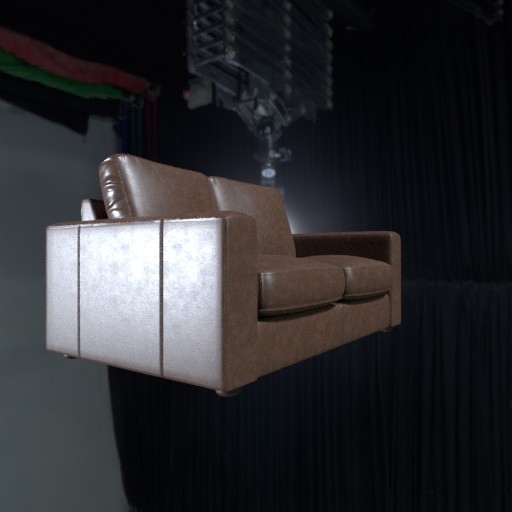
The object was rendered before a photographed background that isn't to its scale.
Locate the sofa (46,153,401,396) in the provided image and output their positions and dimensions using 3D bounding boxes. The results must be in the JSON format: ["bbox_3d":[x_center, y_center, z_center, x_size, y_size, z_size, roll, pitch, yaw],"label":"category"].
[{"bbox_3d":[0.000,0.000,2.206,1.016,0.873,1.616,0,0,36],"label":"sofa"}]
